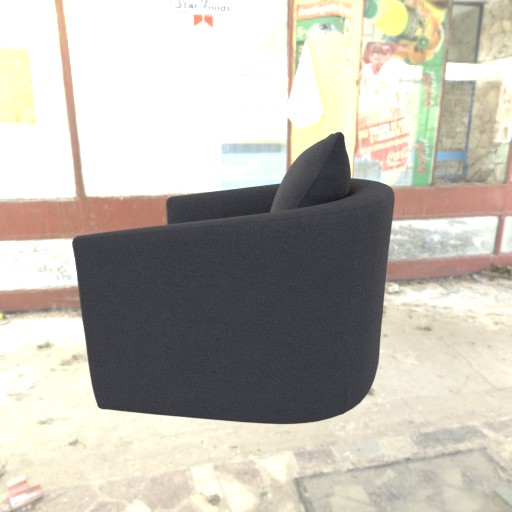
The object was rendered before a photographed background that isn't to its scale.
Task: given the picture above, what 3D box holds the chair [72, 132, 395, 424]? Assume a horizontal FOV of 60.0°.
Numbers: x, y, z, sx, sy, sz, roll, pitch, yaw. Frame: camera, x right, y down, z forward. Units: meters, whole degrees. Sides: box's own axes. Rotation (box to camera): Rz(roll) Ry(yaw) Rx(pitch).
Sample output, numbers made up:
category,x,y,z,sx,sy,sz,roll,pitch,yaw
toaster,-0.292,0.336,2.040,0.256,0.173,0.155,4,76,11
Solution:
category,x,y,z,sx,sy,sz,roll,pitch,yaw
chair,0.000,0.000,1.575,0.910,0.848,0.845,2,16,8
